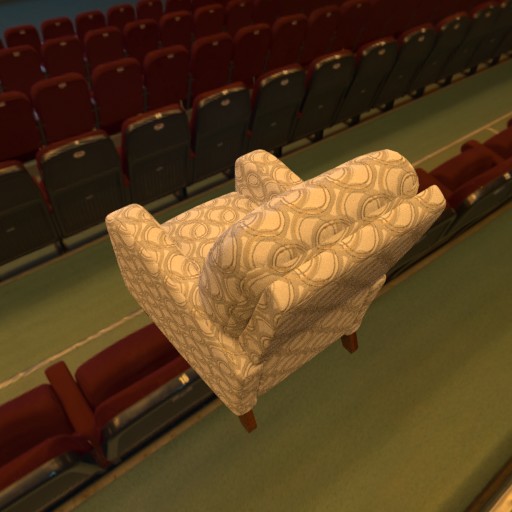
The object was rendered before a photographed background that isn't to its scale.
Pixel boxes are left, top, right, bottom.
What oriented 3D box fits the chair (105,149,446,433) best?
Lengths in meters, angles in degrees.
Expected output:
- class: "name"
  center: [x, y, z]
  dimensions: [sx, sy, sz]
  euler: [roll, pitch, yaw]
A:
- class: "chair"
  center: [0.000, 0.000, 1.723]
  dimensions: [0.796, 1.065, 0.995]
  euler: [-29, 53, -25]
